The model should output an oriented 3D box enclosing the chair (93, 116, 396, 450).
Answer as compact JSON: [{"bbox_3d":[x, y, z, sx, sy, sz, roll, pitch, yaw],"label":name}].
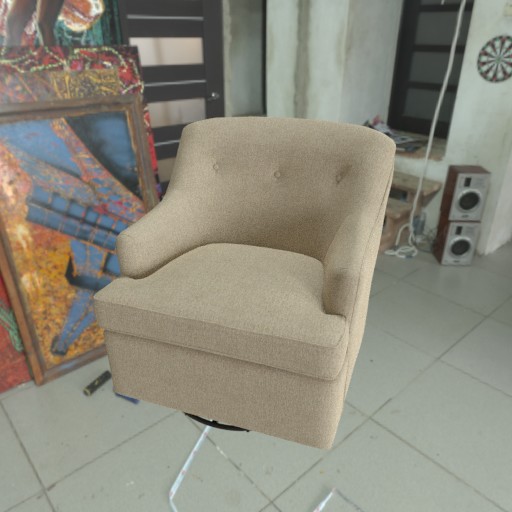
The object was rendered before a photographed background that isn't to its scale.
[{"bbox_3d":[0.000,0.000,1.622,0.864,0.856,0.923,9,27,17],"label":"chair"}]
